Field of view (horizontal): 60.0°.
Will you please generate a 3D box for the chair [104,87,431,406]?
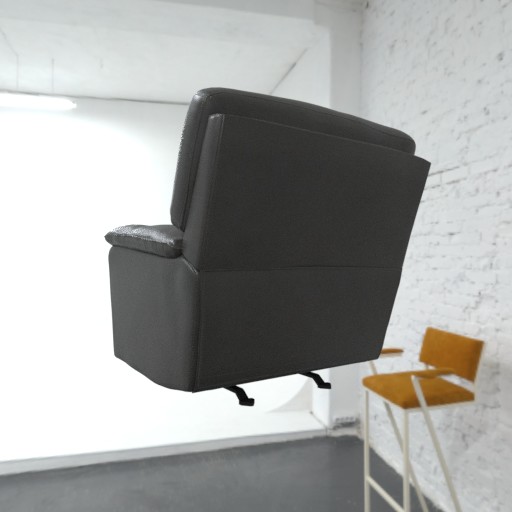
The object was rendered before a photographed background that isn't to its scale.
[{"bbox_3d":[0.000,0.000,1.972,1.096,1.109,1.087,1,-1,-35],"label":"chair"}]
